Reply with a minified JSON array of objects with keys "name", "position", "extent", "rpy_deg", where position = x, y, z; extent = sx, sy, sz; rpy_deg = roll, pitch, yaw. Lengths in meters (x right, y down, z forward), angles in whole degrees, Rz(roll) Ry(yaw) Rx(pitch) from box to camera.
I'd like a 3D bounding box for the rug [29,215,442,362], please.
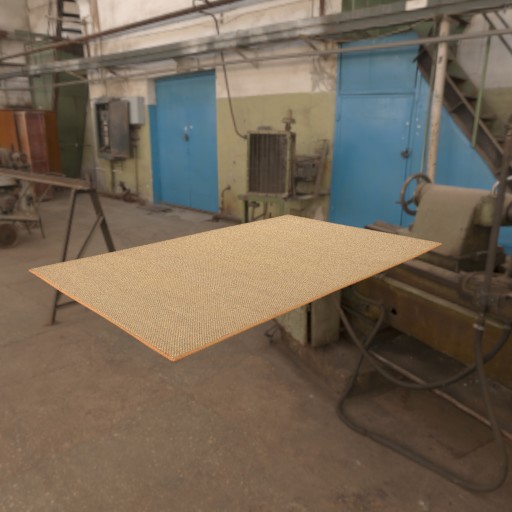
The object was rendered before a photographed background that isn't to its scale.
[{"name":"rug","position":[0.000,0.000,2.091],"extent":[1.678,0.013,1.078],"rpy_deg":[-16,23,-43]}]
